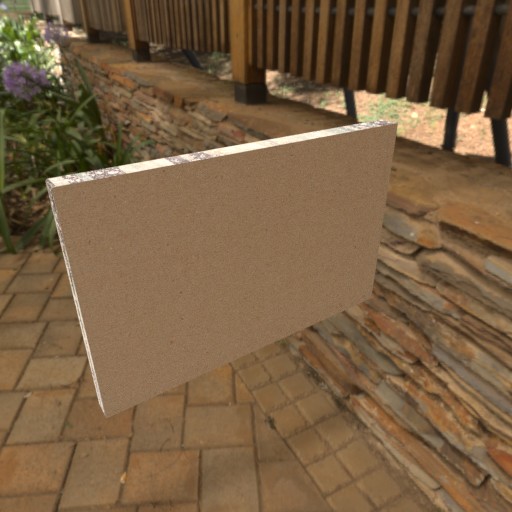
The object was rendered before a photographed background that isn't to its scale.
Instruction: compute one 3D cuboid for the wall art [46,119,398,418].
[{"bbox_3d":[0.000,0.000,0.794,0.618,0.398,0.042,-18,34,-29],"label":"wall art"}]
